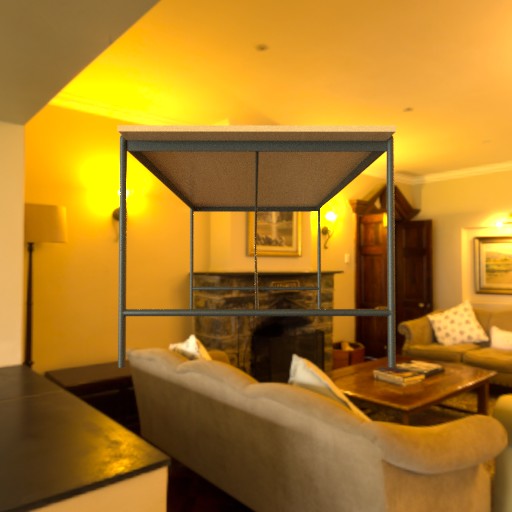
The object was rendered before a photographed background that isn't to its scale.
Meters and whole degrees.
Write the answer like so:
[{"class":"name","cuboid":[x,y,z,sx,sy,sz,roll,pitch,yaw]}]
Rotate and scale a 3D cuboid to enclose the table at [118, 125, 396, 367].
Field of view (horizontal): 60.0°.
[{"class":"table","cuboid":[0.000,0.000,2.249,0.900,0.758,1.800,0,-1,0]}]
